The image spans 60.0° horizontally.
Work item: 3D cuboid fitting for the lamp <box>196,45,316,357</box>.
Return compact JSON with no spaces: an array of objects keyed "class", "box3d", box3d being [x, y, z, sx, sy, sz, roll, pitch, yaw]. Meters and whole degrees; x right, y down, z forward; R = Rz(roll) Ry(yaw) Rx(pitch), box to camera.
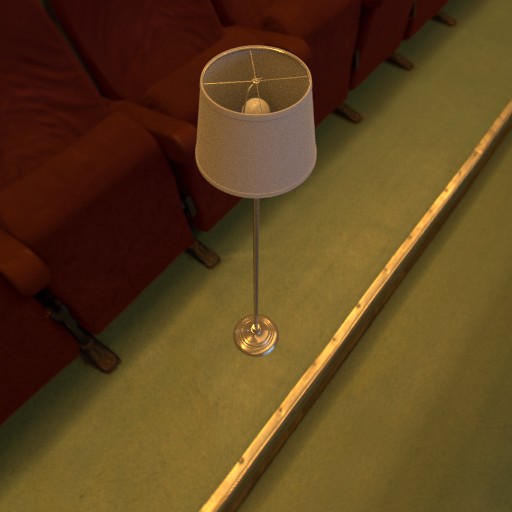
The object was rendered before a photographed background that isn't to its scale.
[{"class":"lamp","box3d":[0.000,0.000,1.644,0.327,1.506,0.327,34,63,20]}]
